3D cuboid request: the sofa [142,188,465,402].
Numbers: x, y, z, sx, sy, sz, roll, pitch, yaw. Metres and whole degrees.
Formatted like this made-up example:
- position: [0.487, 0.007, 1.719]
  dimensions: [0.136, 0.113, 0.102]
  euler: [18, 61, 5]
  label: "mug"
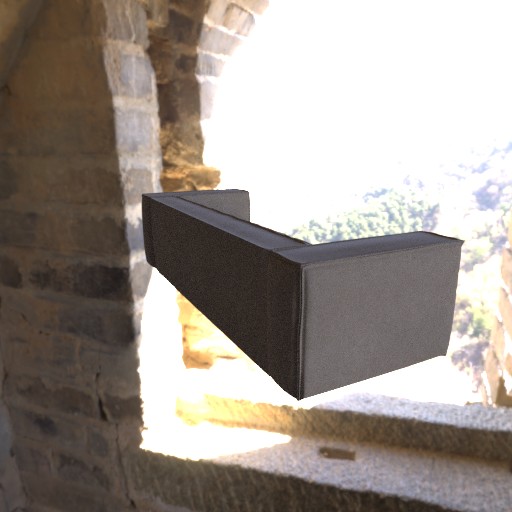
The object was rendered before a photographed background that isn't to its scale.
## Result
- position: [0.000, 0.000, 3.208]
  dimensions: [1.038, 0.680, 2.697]
  euler: [-8, 17, -27]
  label: "sofa"
